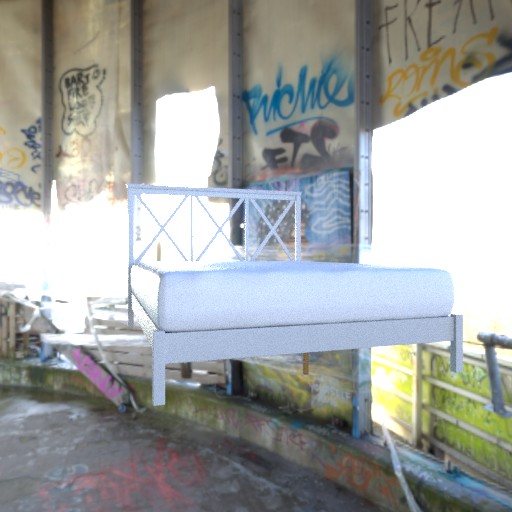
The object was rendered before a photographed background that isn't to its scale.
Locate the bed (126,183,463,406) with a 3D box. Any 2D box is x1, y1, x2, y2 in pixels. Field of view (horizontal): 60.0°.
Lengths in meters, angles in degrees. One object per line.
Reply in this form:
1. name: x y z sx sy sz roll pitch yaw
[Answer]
1. bed: 0.000 0.000 3.141 1.673 1.253 2.135 0 0 -19
